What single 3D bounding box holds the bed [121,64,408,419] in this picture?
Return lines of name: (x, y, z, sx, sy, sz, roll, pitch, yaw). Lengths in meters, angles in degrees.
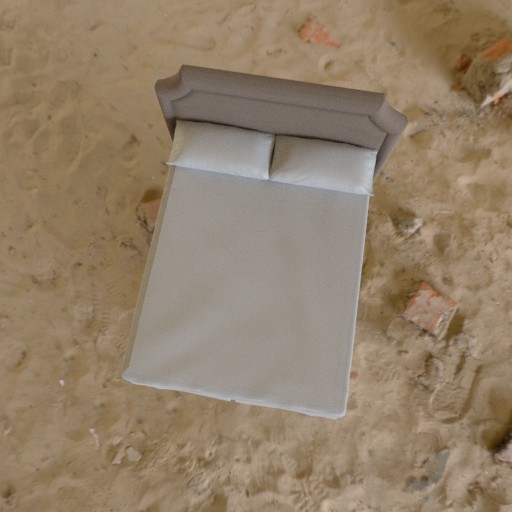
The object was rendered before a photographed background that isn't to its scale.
bed: (0.000, 0.000, 3.295, 1.828, 1.303, 2.164, 9, 75, 2)
